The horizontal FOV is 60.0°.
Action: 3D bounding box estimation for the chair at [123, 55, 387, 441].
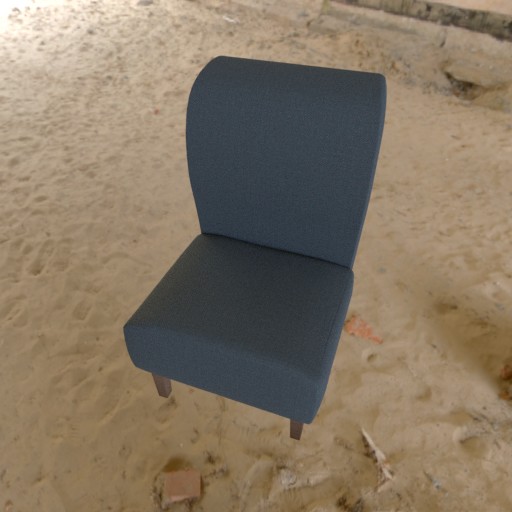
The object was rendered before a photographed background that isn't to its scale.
[{"bbox_3d":[0.000,0.000,1.158,0.513,0.804,0.592,12,42,14],"label":"chair"}]
